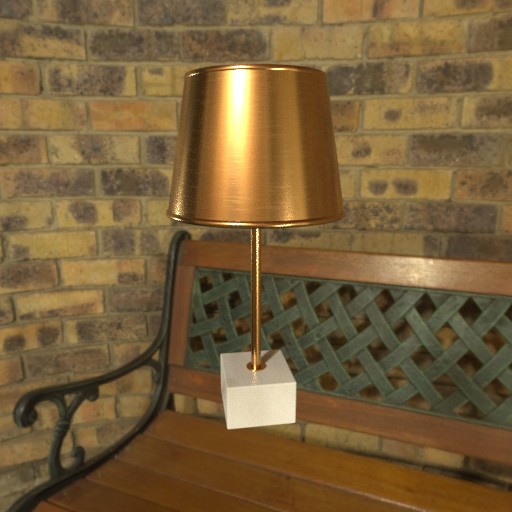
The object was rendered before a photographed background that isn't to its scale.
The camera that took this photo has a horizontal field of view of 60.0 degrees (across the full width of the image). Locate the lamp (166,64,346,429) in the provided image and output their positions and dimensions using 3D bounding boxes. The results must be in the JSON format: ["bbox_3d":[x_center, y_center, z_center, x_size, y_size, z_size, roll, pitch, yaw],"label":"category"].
[{"bbox_3d":[0.000,0.000,0.535,0.208,0.406,0.208,0,14,0],"label":"lamp"}]
